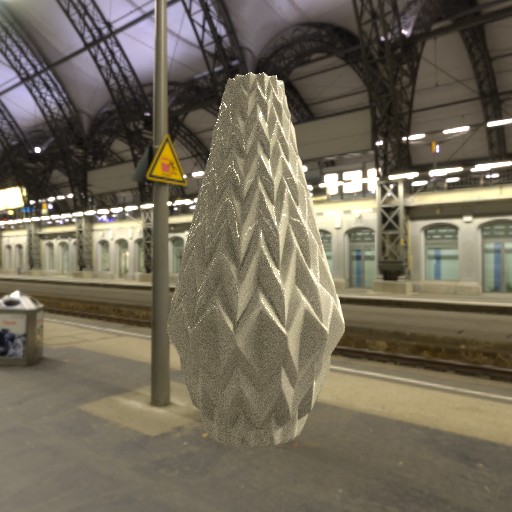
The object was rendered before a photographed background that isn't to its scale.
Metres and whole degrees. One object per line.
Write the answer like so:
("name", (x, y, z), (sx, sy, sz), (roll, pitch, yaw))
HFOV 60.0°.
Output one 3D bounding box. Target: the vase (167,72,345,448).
("vase", (0.000, 0.000, 0.421), (0.167, 0.328, 0.167), (0, -1, 0))
